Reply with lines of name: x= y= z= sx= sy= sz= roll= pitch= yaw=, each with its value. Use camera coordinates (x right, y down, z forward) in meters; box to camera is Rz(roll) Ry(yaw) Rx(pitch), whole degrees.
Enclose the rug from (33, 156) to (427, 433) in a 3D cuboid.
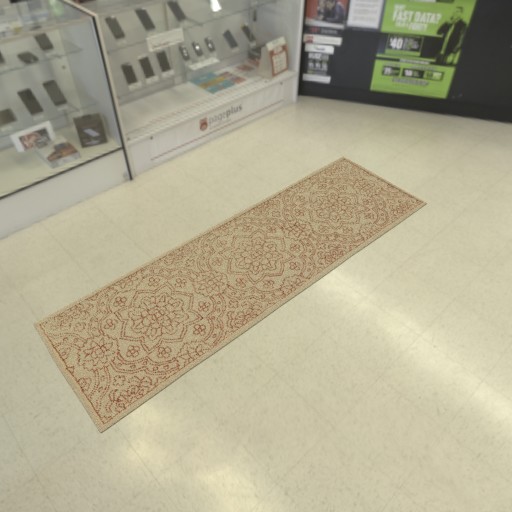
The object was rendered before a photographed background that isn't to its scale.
rug: x=0.000 y=0.000 z=2.686 sx=2.448 sy=0.012 sz=0.769 roll=-31 pitch=53 yaw=-27
